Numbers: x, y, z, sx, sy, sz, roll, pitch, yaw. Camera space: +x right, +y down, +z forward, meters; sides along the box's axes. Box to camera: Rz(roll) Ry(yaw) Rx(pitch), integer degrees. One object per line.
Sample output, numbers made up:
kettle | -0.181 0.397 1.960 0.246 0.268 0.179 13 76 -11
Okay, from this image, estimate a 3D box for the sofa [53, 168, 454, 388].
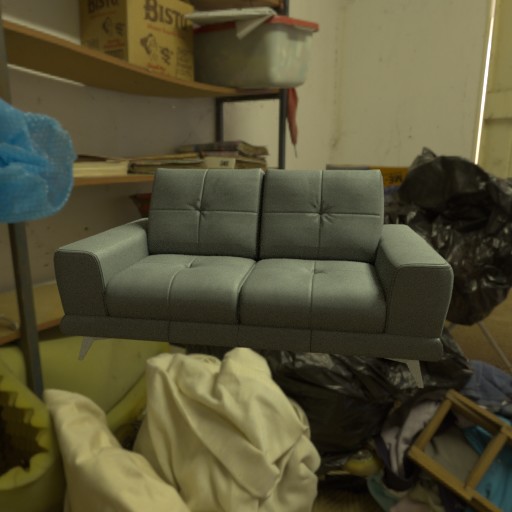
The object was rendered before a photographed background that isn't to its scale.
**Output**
sofa | 0.000 0.000 2.399 1.806 0.907 1.018 2 14 9
